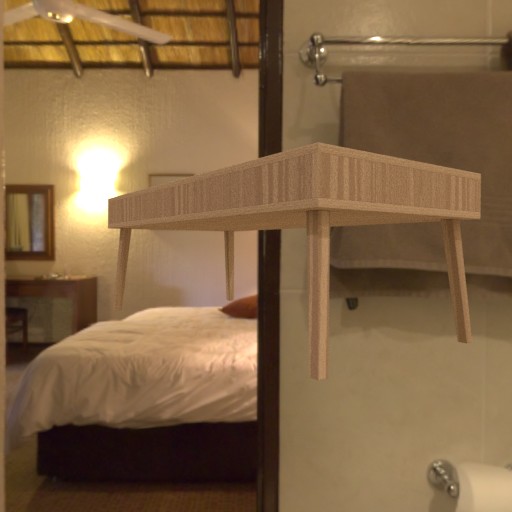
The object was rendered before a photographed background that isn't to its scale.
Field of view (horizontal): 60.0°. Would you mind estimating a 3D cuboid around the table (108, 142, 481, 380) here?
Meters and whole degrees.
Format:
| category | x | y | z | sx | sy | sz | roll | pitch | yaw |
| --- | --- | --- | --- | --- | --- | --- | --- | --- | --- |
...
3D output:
| category | x | y | z | sx | sy | sz | roll | pitch | yaw |
| --- | --- | --- | --- | --- | --- | --- | --- | --- | --- |
| table | 0.000 | 0.000 | 1.485 | 0.600 | 0.450 | 1.200 | -1 | 2 | -36 |
